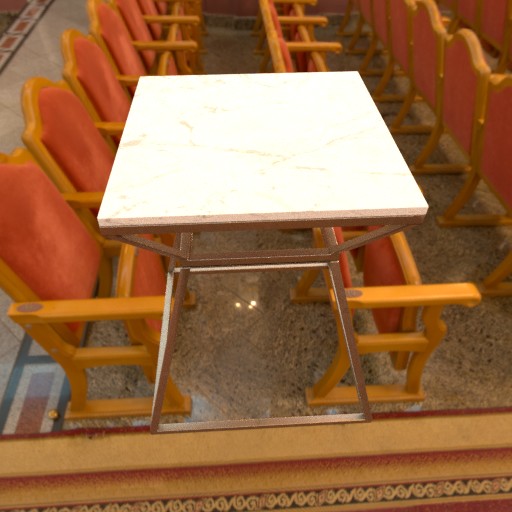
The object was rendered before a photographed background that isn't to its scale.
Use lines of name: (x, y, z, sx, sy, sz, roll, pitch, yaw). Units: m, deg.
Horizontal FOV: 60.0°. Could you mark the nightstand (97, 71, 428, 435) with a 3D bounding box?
nightstand: (0.000, 0.000, 0.877, 0.455, 0.554, 0.455, -2, 45, -2)
